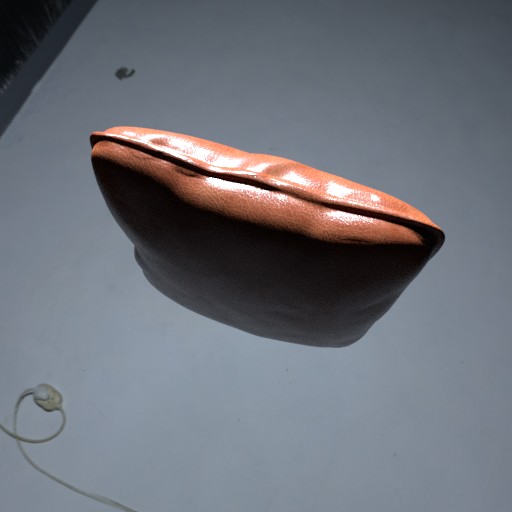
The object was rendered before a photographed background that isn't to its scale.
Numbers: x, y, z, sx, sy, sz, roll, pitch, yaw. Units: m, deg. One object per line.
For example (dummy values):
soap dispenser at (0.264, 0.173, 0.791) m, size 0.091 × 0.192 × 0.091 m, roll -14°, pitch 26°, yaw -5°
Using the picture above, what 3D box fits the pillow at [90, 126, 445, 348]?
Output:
pillow at (0.000, 0.000, 0.830) m, size 0.532 × 0.523 × 0.236 m, roll 17°, pitch 65°, yaw 8°
